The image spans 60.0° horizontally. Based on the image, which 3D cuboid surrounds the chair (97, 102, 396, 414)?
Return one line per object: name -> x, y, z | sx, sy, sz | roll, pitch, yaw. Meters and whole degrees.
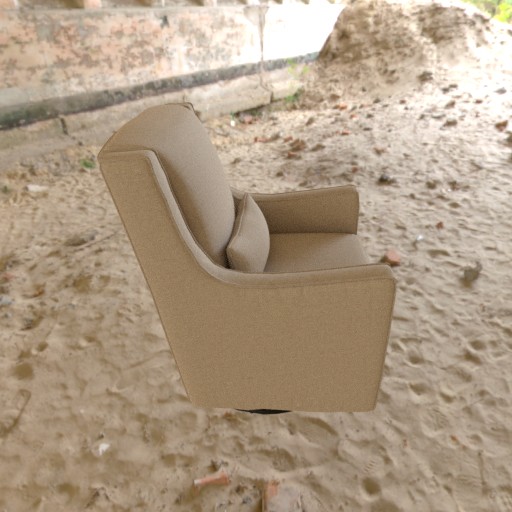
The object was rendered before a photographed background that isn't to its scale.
chair -> 0.000, 0.000, 1.630 | 0.879, 0.993, 0.732 | 1, 30, 2
